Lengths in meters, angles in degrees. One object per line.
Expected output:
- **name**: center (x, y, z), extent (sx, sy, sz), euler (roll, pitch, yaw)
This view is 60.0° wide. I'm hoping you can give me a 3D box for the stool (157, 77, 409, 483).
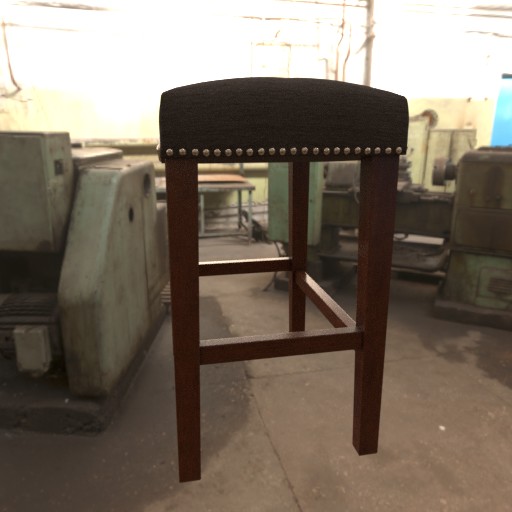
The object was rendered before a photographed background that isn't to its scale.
- **stool**: center (0.000, 0.000, 0.925), extent (0.372, 0.654, 0.504), euler (-3, 16, -11)
